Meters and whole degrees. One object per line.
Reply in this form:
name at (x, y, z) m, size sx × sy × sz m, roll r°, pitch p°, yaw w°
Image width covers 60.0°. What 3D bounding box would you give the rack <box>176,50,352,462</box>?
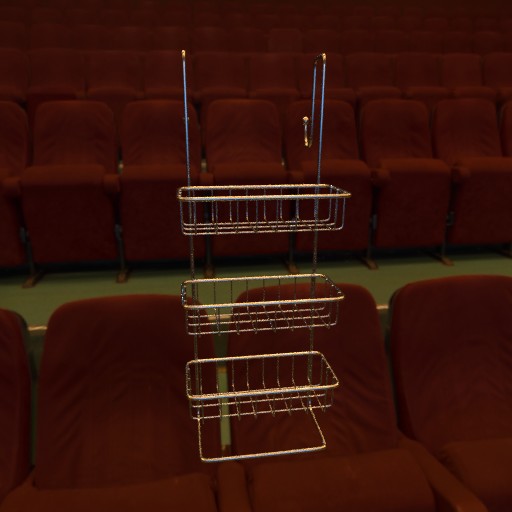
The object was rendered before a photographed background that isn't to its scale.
rack at (0.000, 0.000, 0.674) m, size 0.228 × 0.574 × 0.202 m, roll -2°, pitch 16°, yaw -8°
